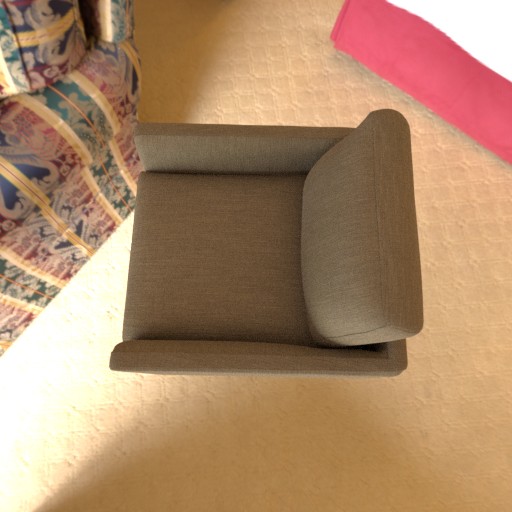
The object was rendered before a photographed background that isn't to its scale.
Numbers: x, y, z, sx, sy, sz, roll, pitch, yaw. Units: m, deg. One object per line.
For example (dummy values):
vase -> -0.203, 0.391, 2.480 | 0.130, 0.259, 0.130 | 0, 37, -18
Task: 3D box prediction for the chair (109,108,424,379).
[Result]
chair -> 0.000, 0.000, 1.457 | 0.834, 0.811, 0.763 | 1, 74, 0
